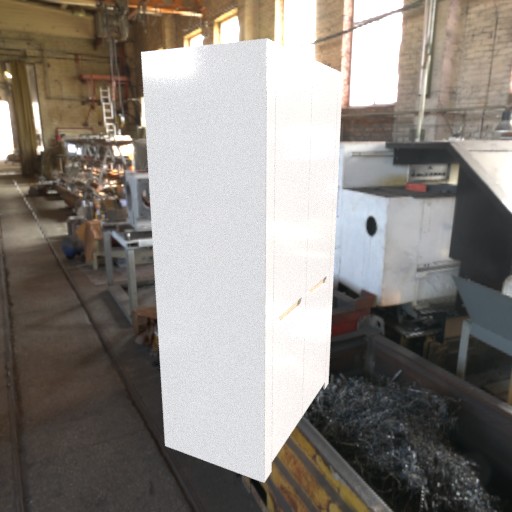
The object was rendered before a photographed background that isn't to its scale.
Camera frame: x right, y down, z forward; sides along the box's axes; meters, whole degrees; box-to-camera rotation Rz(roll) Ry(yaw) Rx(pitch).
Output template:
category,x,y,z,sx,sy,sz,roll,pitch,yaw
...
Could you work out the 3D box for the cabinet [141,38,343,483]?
category,x,y,z,sx,sy,sz,roll,pitch,yaw
cabinet,0.000,0.000,2.388,0.580,1.920,0.980,7,16,26
